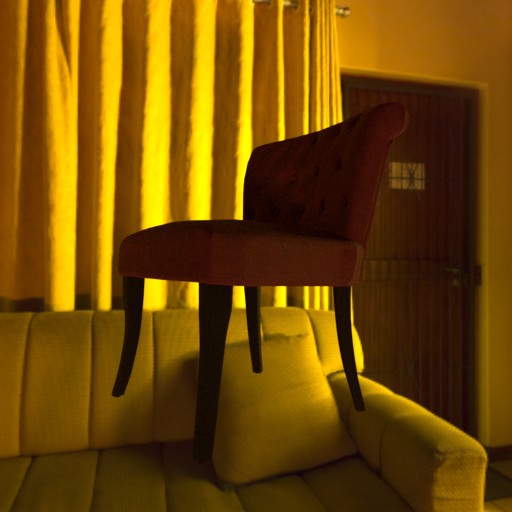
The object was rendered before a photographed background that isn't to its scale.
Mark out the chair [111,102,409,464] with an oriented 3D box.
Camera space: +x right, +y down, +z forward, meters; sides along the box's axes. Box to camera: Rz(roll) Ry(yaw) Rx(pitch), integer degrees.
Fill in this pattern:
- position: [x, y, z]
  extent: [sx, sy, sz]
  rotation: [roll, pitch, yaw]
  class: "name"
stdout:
- position: [0.000, 0.000, 1.161]
  extent: [0.605, 0.750, 0.582]
  rotation: [0, 0, -36]
  class: "chair"
